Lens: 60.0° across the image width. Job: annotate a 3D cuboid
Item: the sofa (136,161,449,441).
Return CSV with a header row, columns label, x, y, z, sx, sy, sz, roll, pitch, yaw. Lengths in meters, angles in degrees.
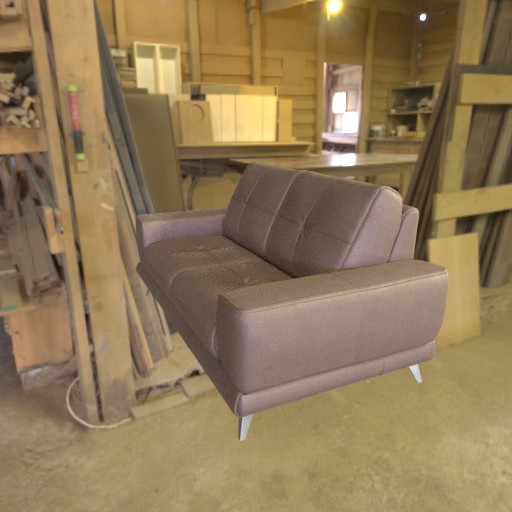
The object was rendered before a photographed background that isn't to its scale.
label,x,y,z,sx,sy,sz,roll,pitch,yaw
sofa,0.000,0.000,2.451,1.018,0.907,1.806,-8,19,-24
